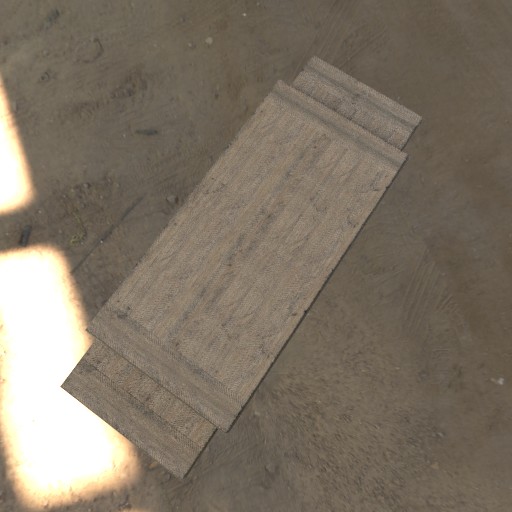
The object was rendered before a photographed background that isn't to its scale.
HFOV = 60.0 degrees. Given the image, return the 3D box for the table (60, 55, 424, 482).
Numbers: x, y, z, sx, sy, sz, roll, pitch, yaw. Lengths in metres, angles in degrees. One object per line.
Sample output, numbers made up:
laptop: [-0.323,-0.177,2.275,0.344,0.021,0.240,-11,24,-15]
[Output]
table: [0.000,0.000,1.500,0.489,0.427,1.312,34,78,8]
